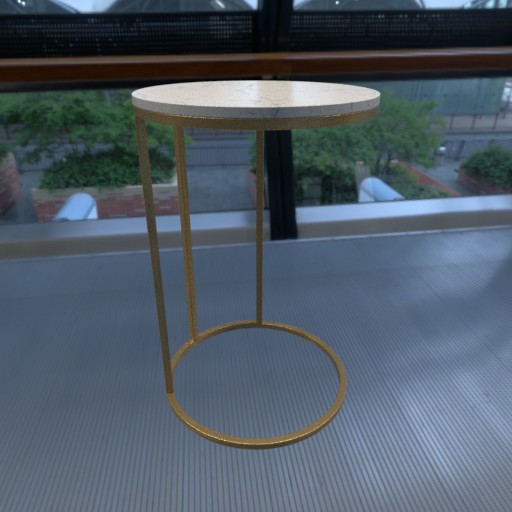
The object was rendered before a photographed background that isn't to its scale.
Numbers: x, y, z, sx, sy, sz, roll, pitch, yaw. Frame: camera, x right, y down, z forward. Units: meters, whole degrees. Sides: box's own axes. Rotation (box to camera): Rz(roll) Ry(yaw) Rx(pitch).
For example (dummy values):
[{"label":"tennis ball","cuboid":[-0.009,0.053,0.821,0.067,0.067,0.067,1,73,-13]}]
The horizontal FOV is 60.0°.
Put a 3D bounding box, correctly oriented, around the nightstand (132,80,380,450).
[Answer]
[{"label":"nightstand","cuboid":[0.000,0.000,0.868,0.400,0.610,0.400,18,31,33]}]
